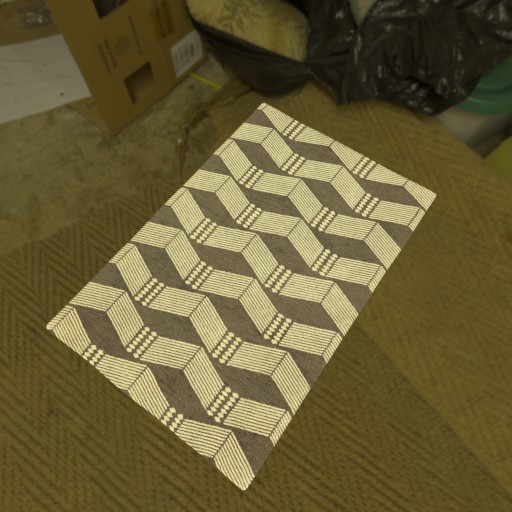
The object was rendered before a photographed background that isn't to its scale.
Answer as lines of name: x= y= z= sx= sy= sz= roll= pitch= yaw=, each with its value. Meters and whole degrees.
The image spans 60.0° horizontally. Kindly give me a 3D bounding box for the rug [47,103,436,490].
rug: x=0.000 y=0.000 z=2.334 sx=1.210 sy=0.016 sz=1.833 roll=33 pitch=68 yaw=15
